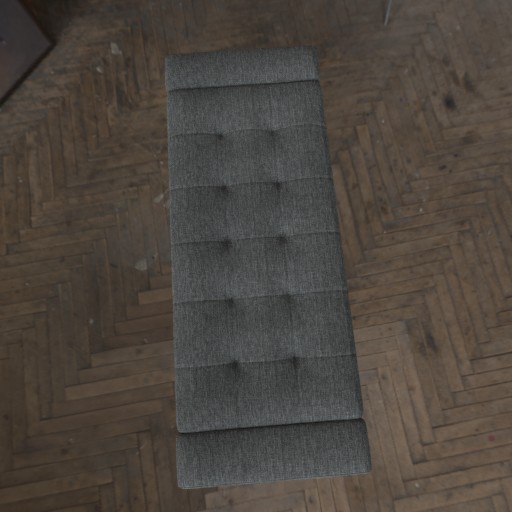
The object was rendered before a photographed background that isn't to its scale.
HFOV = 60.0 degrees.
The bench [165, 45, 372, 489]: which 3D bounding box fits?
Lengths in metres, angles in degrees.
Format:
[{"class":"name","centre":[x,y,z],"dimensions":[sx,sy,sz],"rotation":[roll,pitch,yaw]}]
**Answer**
[{"class":"bench","centre":[0.000,0.000,1.482],"dimensions":[0.508,0.445,1.296],"rotation":[-4,75,-1]}]
